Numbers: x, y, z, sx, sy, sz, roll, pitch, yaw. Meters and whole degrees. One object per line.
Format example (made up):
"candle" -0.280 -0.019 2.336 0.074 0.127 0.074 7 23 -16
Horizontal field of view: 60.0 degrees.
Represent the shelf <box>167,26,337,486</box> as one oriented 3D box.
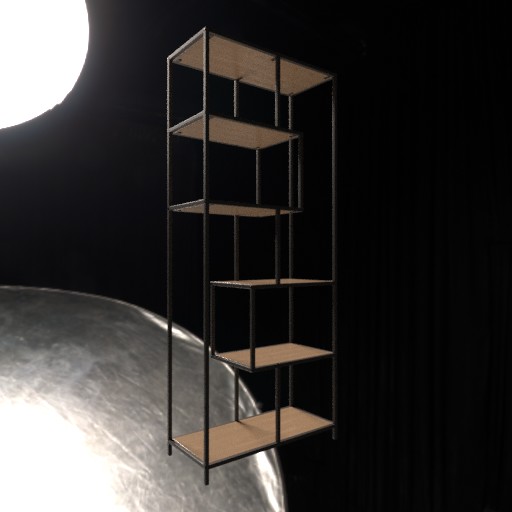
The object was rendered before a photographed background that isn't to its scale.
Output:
"shelf" 0.000 0.000 2.154 0.770 1.850 0.350 0 0 -37
